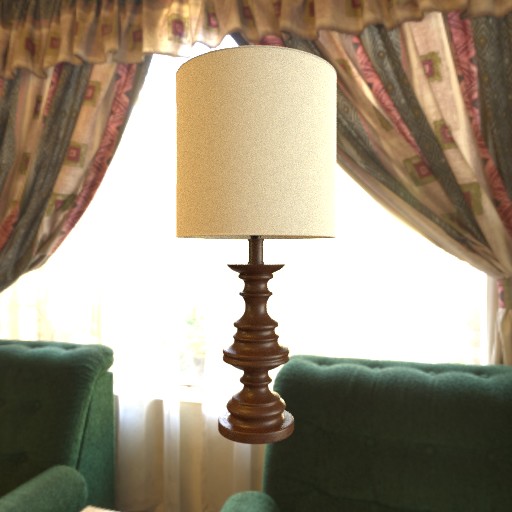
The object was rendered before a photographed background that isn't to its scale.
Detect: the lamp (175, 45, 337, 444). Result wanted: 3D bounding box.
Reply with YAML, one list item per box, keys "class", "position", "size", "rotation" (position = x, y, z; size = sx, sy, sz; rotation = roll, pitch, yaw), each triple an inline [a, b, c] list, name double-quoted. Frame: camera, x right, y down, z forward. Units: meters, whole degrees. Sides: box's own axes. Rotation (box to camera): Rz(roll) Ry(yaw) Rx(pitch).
- class: "lamp"
  position: [0.000, 0.000, 0.583]
  size: [0.208, 0.455, 0.208]
  rotation: [0, 1, -1]
